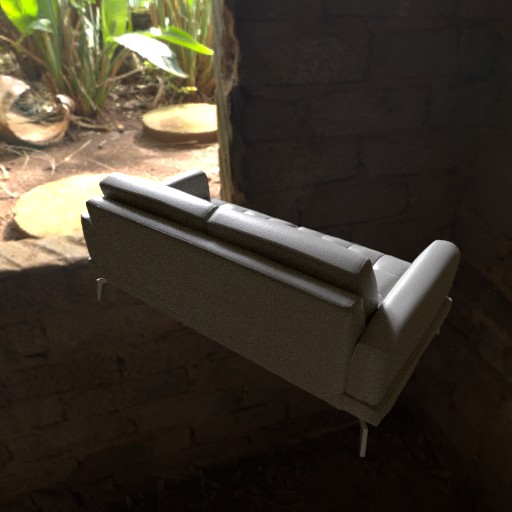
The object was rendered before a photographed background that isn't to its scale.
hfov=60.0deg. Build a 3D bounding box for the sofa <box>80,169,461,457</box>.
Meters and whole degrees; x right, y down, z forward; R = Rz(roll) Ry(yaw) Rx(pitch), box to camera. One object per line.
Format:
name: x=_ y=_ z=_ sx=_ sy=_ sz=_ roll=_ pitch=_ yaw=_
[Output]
sofa: x=0.000 y=0.000 z=2.756 sx=2.177 sy=0.930 sz=1.121 roll=21 pitch=37 yaw=31
